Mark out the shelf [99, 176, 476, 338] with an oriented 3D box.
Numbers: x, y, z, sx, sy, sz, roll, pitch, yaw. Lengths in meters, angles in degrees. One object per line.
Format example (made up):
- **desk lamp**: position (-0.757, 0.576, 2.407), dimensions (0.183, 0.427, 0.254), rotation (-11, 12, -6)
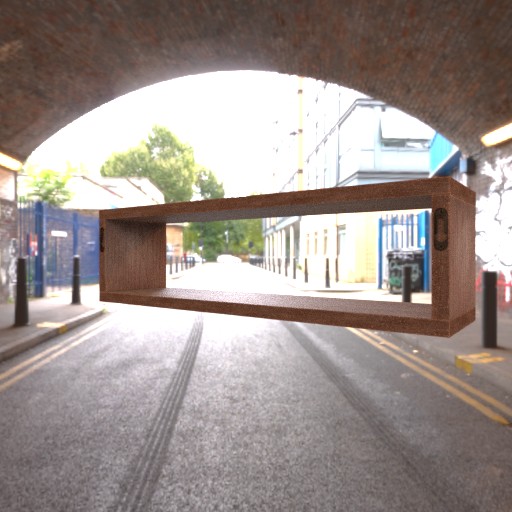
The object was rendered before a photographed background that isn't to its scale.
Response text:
- **shelf**: position (0.000, 0.000, 0.705), dimensions (0.610, 0.170, 0.150), rotation (0, 0, 36)
